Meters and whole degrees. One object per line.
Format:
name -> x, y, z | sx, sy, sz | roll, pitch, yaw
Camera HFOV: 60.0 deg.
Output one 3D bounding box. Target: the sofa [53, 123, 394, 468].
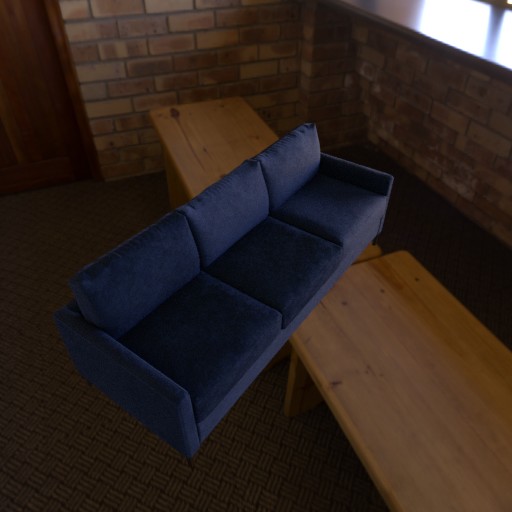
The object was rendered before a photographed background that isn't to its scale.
sofa -> 0.000, 0.000, 2.768 | 0.875, 0.879, 2.252 | 25, 47, 26
